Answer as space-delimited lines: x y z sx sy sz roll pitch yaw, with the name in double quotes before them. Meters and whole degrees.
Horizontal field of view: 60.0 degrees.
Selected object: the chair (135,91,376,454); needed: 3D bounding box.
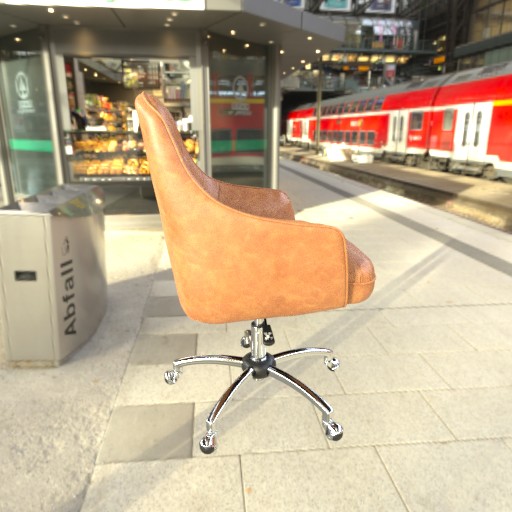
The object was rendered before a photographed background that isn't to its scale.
"chair" 0.000 0.000 1.323 0.615 0.909 0.628 -2 16 -8
